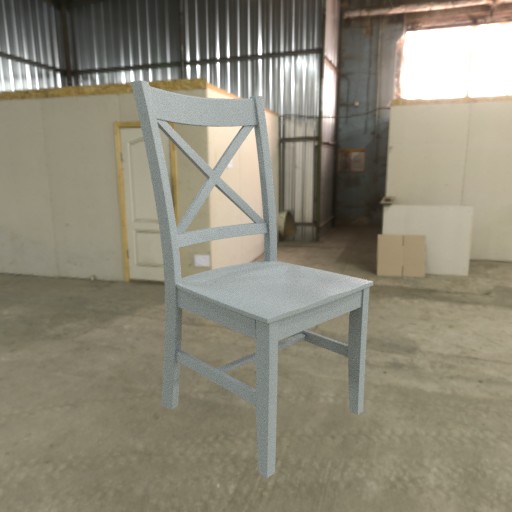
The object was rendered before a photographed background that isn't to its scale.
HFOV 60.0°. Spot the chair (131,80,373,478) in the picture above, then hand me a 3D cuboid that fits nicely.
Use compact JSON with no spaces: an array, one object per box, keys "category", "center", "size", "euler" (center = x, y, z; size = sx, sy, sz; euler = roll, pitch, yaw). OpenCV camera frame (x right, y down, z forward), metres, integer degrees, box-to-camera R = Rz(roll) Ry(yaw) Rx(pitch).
[{"category":"chair","center":[0.000,0.000,1.321],"size":[0.485,0.983,0.542],"euler":[-12,17,-43]}]
